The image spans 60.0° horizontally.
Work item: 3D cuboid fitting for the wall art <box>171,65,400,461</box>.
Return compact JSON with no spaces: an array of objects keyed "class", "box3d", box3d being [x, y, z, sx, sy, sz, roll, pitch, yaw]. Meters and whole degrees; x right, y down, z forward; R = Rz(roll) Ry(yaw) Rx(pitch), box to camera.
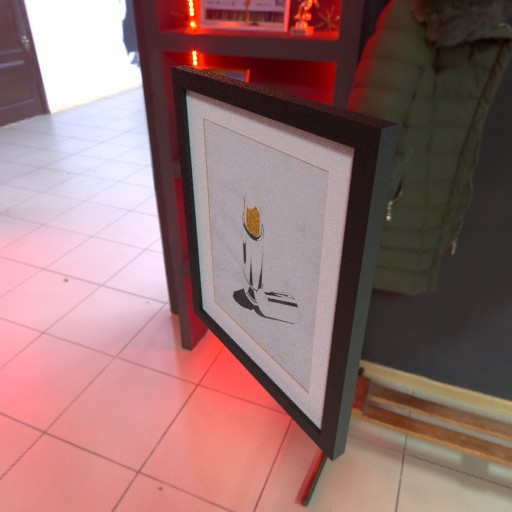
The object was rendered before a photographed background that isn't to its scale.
[{"class":"wall art","box3d":[0.000,0.000,0.528,0.019,0.381,0.330,-20,37,-29]}]
